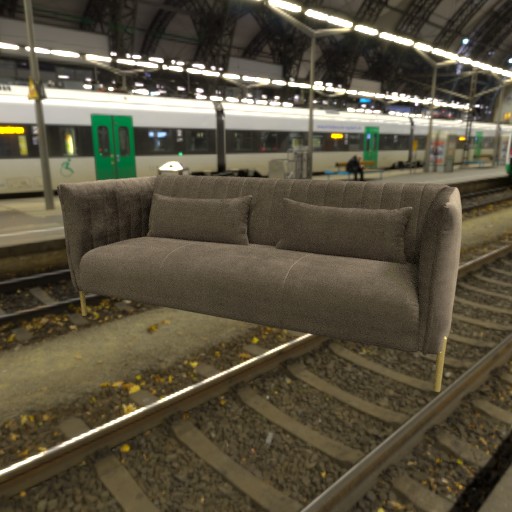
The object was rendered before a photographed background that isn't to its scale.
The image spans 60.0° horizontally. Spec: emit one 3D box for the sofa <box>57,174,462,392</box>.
[{"bbox_3d":[0.000,0.000,2.384,1.980,0.780,0.876,7,16,24],"label":"sofa"}]
